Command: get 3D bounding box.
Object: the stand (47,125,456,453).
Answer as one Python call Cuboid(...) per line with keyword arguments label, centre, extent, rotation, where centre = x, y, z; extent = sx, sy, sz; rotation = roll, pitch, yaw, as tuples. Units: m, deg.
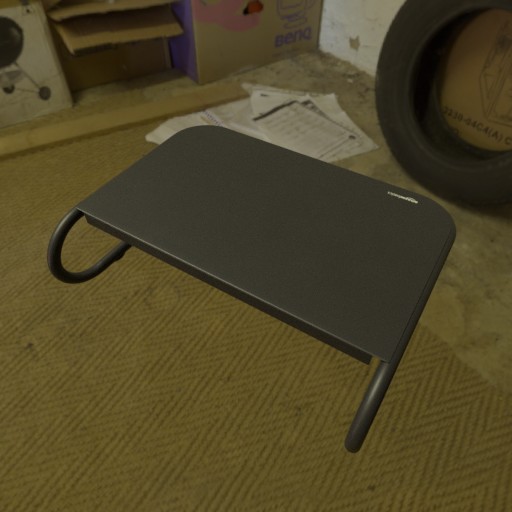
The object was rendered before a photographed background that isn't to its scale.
Cuboid(label="stand", centre=(0.000, 0.000, 0.503), extent=(0.370, 0.108, 0.280), rotation=(25, 52, 21))
